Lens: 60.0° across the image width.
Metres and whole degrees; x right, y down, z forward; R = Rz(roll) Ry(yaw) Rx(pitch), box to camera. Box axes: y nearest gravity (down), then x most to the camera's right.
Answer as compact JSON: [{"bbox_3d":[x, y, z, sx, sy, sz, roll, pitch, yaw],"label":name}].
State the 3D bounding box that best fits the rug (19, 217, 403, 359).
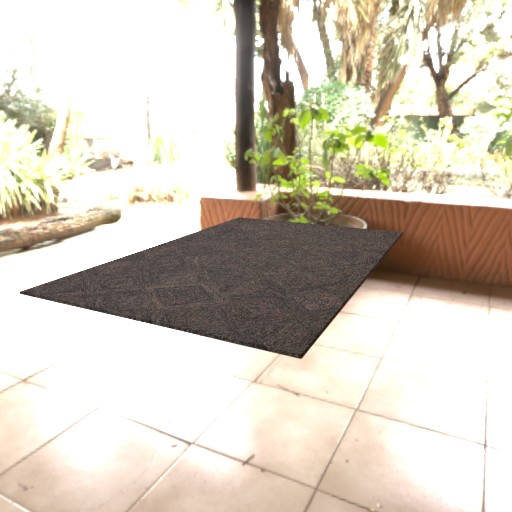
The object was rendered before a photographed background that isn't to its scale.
[{"bbox_3d":[0.000,0.000,2.882,1.501,0.017,2.298,7,17,25],"label":"rug"}]
